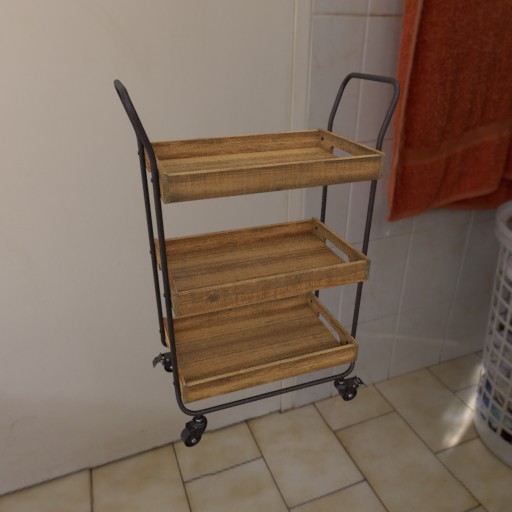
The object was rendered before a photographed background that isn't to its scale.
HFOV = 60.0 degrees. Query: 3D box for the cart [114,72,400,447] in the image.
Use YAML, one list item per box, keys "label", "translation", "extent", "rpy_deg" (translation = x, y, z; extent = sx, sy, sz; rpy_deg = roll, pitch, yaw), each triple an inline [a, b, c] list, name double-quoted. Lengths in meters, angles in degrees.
- label: "cart"
  translation: [0.000, 0.000, 1.146]
  extent: [0.583, 0.857, 0.339]
  rpy_deg: [-9, 28, -17]
